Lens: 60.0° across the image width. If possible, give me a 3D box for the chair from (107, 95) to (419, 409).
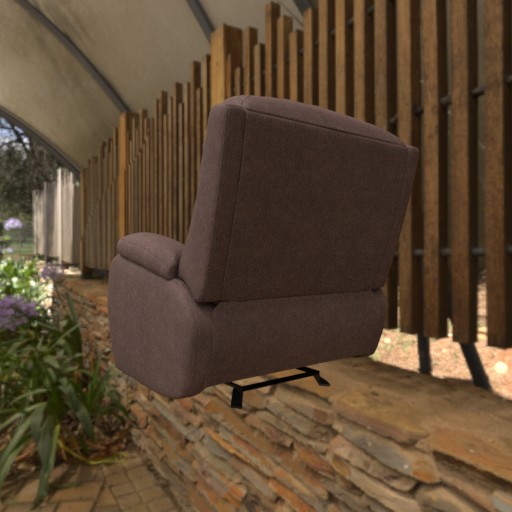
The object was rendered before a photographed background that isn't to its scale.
[{"bbox_3d":[0.000,0.000,1.752,0.930,1.011,0.899,0,1,-36],"label":"chair"}]
